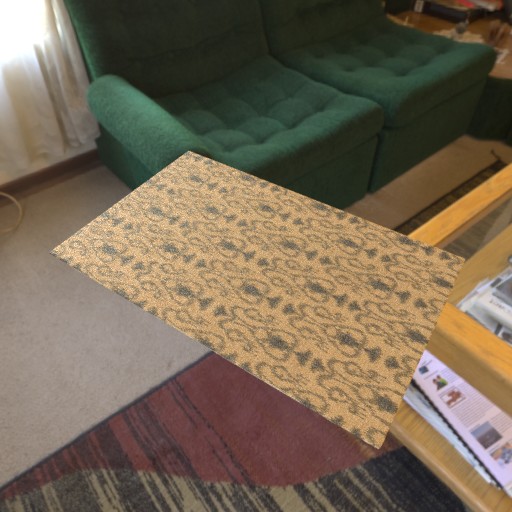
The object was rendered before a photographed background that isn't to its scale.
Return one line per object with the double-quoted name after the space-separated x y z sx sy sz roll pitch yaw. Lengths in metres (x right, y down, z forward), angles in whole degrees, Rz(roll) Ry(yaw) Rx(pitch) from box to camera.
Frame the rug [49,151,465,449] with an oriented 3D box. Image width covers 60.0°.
0.000 0.000 2.070 1.652 0.006 1.035 25 51 22 "rug"
